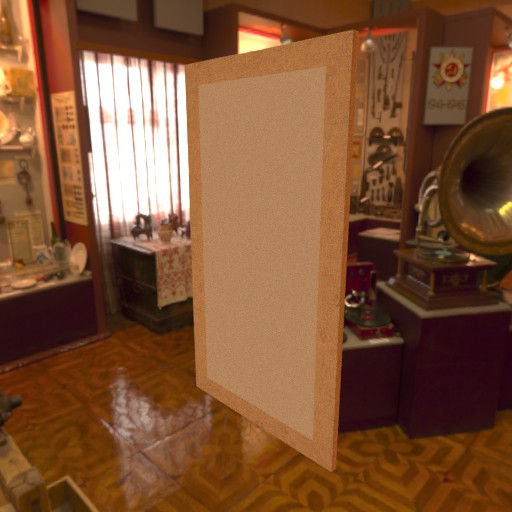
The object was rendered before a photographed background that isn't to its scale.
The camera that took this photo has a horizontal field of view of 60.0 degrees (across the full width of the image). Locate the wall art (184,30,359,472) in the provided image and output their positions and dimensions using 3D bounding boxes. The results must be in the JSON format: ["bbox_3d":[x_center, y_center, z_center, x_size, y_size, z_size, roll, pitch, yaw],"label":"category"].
[{"bbox_3d":[0.000,0.000,0.802,0.013,0.683,0.381,-13,20,-42],"label":"wall art"}]
